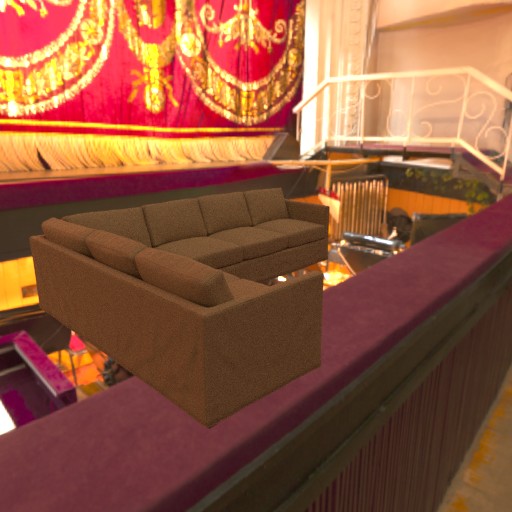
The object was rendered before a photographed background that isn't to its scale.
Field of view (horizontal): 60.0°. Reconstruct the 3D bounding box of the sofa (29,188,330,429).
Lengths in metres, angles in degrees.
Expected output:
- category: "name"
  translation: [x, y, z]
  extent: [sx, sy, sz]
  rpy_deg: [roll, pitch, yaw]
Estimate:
- category: "sofa"
  translation: [0.000, 0.000, 4.173]
  extent: [2.432, 0.871, 3.182]
  rpy_deg: [15, 22, 42]
